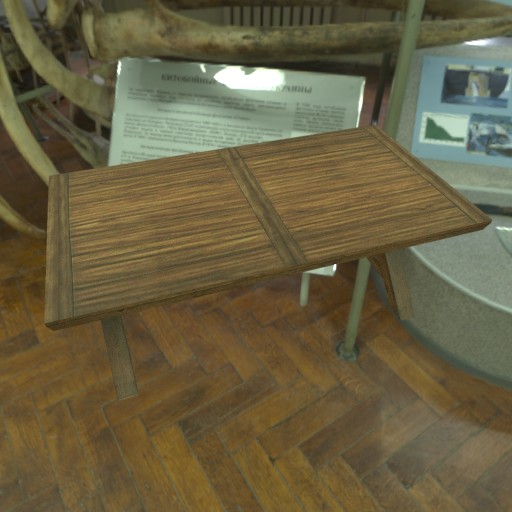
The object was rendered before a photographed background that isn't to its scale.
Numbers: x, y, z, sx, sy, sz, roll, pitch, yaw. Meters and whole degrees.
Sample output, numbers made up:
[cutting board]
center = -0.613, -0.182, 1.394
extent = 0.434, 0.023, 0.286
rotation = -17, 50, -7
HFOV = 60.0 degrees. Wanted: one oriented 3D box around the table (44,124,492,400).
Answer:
[table]
center = 0.000, 0.000, 2.473
extent = 1.966, 0.793, 1.071
rotation = -12, 43, -14
